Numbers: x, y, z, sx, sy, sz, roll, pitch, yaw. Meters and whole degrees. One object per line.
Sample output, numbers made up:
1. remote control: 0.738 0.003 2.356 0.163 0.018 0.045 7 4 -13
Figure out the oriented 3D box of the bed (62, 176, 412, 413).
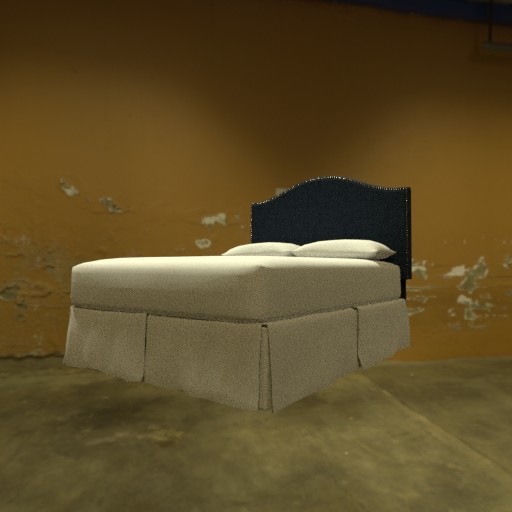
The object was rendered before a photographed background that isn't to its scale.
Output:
1. bed: 0.000 0.000 3.316 1.713 1.518 2.153 -1 -2 36
